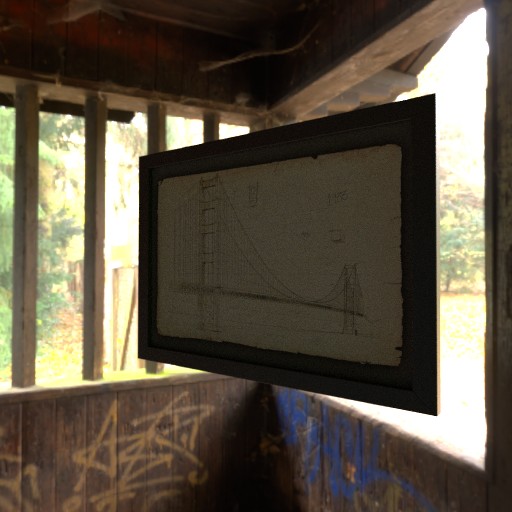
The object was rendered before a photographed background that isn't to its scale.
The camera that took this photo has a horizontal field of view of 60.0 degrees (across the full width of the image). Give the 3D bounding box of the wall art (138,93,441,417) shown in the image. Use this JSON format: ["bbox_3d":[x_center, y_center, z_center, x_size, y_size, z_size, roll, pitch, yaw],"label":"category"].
[{"bbox_3d":[0.000,0.000,0.551,0.432,0.306,0.016,-1,-1,36],"label":"wall art"}]
